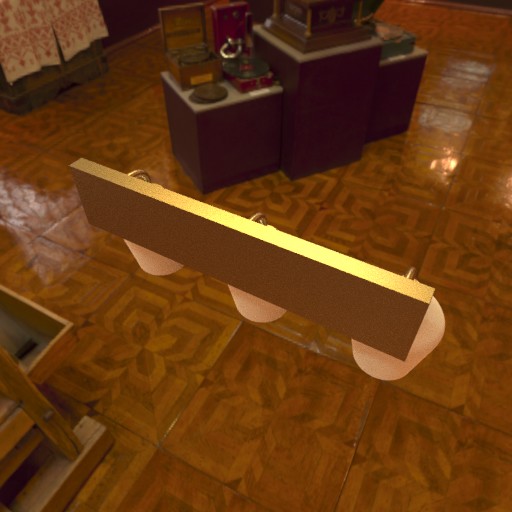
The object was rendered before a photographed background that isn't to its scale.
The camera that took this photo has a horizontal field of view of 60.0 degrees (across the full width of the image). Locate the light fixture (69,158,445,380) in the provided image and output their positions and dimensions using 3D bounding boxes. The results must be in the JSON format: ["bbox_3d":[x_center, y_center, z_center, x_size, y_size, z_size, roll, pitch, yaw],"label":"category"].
[{"bbox_3d":[0.000,0.000,0.722,0.609,0.280,0.190,22,49,21],"label":"light fixture"}]
